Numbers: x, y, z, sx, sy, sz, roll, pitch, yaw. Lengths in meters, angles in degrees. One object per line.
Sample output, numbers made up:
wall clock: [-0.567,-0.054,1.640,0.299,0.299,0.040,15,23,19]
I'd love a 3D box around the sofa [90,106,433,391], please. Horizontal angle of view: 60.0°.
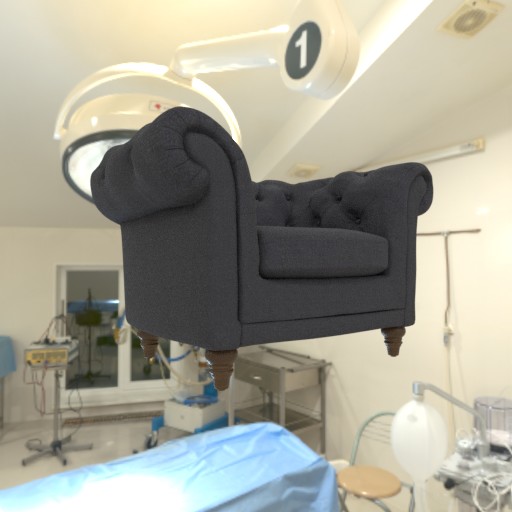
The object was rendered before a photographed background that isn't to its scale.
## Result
sofa: [0.000,0.000,2.011,1.405,0.878,1.032,1,-1,-36]
